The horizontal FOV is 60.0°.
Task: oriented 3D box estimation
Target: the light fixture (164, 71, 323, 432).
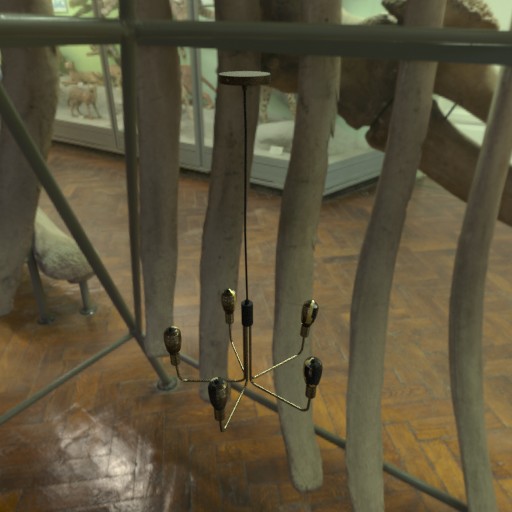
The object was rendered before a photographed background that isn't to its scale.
[{"bbox_3d":[0.000,0.000,1.386,0.532,1.059,0.588,19,33,32],"label":"light fixture"}]
